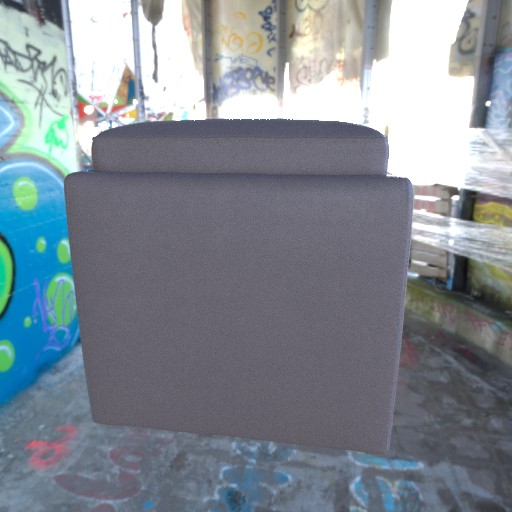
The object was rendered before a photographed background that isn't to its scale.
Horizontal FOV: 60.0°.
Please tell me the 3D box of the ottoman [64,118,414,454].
[{"bbox_3d":[0.000,0.000,0.783,0.451,0.460,0.450,2,15,9],"label":"ottoman"}]
